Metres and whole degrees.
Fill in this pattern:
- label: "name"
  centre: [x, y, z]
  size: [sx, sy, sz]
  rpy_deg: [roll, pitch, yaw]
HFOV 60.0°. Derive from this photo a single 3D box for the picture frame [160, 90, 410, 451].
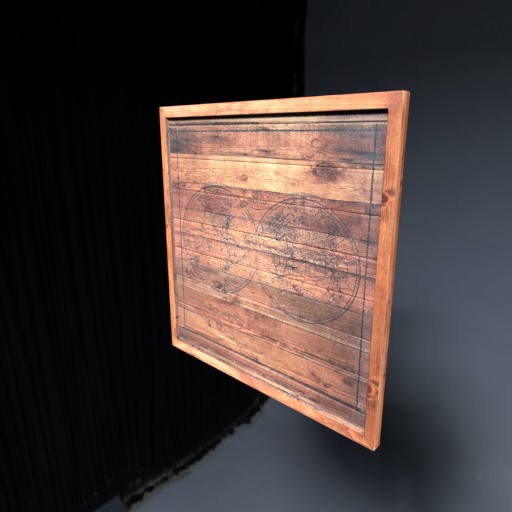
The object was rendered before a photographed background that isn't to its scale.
- label: "picture frame"
  centre: [0.000, 0.000, 1.237]
  size: [0.810, 0.817, 0.029]
  rpy_deg: [14, 21, 42]
